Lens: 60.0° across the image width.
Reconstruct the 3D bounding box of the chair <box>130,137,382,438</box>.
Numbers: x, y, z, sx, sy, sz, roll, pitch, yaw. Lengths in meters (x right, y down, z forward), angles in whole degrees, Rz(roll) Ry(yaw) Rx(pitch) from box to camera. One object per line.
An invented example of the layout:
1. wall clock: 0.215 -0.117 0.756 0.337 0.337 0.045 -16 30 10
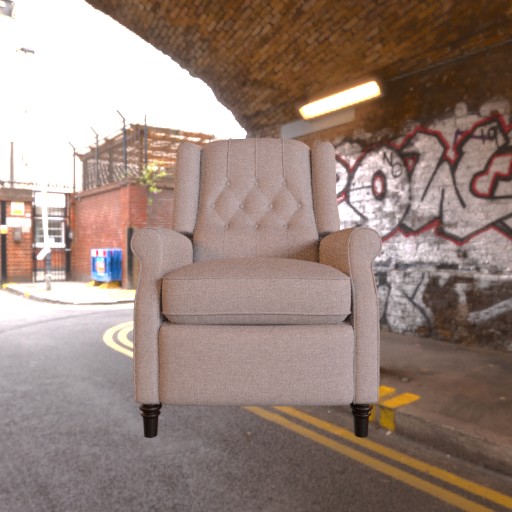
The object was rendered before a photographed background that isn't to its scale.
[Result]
1. chair: 0.000 0.000 1.625 0.742 1.035 0.902 0 1 0
